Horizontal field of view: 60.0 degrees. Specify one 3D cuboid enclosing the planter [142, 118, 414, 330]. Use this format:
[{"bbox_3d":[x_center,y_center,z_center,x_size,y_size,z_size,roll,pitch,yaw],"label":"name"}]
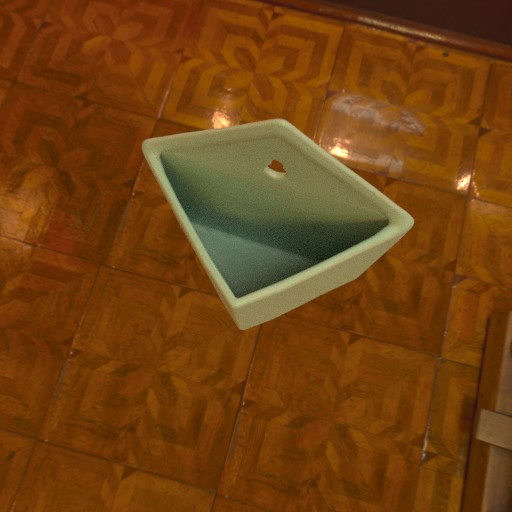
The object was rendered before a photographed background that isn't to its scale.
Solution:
[{"bbox_3d":[0.000,0.000,0.279,0.164,0.197,0.079,17,76,4],"label":"planter"}]
